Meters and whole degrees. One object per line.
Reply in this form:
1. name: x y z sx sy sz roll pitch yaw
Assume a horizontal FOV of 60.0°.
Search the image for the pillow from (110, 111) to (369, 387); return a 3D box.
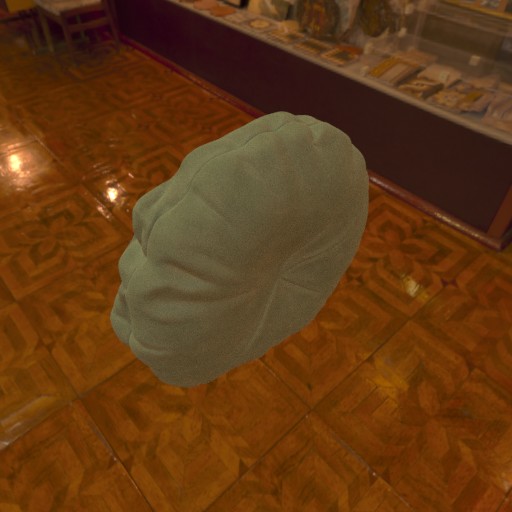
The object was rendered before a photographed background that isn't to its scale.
1. pillow: 0.000 0.000 0.637 0.428 0.407 0.148 -31 53 -26
